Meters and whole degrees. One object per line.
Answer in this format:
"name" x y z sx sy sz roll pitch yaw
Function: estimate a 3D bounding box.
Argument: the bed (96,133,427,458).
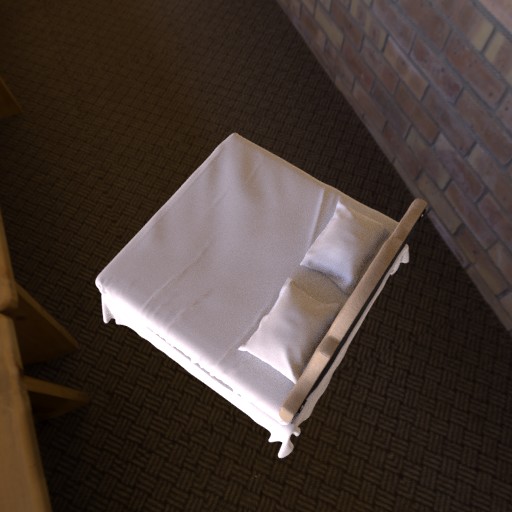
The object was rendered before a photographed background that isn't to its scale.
"bed" 0.000 0.000 3.780 2.222 1.631 2.303 32 68 15
